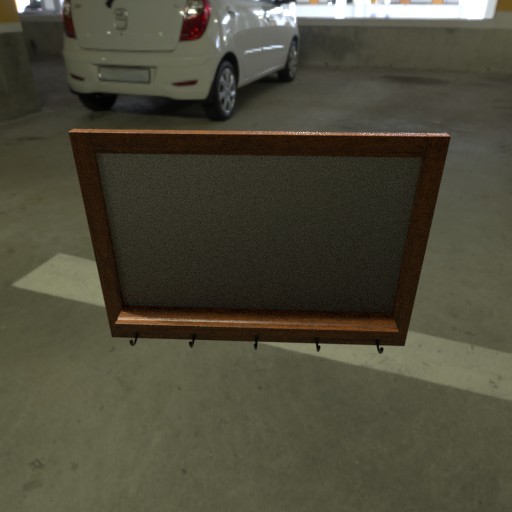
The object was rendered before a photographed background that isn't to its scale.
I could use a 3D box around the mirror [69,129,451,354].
[{"bbox_3d":[0.000,0.000,0.996,0.758,0.537,0.084,1,30,2],"label":"mirror"}]
